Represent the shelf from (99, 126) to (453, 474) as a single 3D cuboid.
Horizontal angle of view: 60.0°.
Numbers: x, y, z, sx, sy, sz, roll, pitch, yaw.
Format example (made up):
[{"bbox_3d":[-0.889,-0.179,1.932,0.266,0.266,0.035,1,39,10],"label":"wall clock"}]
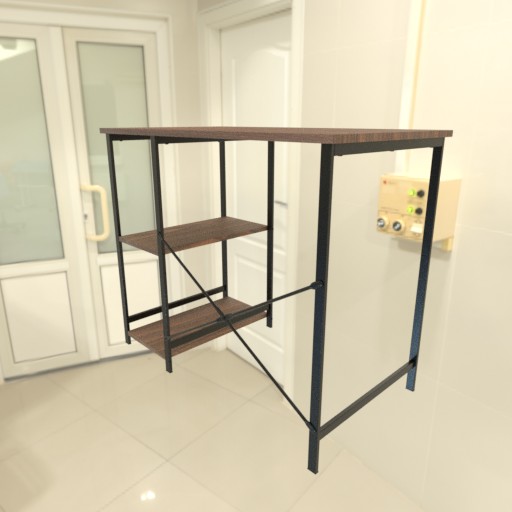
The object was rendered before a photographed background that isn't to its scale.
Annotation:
[{"bbox_3d":[0.000,0.000,1.360,0.498,0.750,0.902,-16,23,-42],"label":"shelf"}]
